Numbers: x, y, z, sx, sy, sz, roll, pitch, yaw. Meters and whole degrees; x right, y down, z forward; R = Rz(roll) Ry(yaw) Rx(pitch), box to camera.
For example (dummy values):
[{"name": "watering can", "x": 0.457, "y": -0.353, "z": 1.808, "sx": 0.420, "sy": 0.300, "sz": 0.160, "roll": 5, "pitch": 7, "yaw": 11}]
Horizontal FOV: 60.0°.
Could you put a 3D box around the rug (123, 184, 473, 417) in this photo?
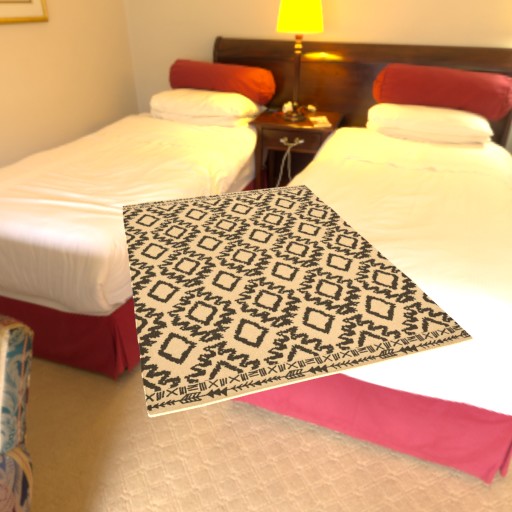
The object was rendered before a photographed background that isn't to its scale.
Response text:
[{"name": "rug", "x": 0.000, "y": 0.000, "z": 4.415, "sx": 2.444, "sy": 0.036, "sz": 3.369, "roll": -9, "pitch": 31, "yaw": -15}]
